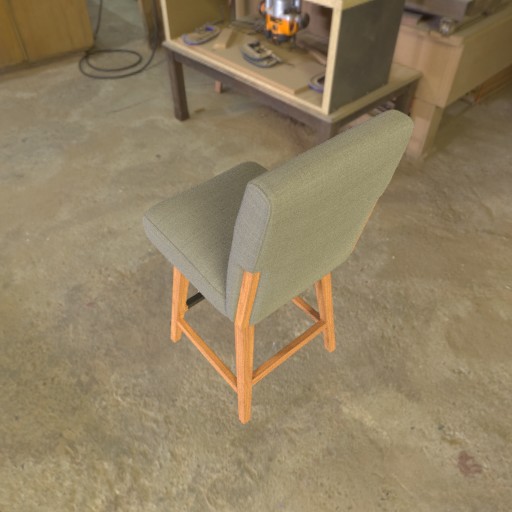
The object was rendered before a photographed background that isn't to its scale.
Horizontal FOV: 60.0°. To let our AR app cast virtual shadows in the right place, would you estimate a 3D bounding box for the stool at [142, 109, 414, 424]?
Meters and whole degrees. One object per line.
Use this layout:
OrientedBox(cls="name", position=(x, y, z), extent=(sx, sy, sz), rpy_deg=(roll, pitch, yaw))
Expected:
OrientedBox(cls="stool", position=(0.000, 0.000, 1.342), extent=(0.459, 1.019, 0.570), rpy_deg=(-32, 54, -27))
